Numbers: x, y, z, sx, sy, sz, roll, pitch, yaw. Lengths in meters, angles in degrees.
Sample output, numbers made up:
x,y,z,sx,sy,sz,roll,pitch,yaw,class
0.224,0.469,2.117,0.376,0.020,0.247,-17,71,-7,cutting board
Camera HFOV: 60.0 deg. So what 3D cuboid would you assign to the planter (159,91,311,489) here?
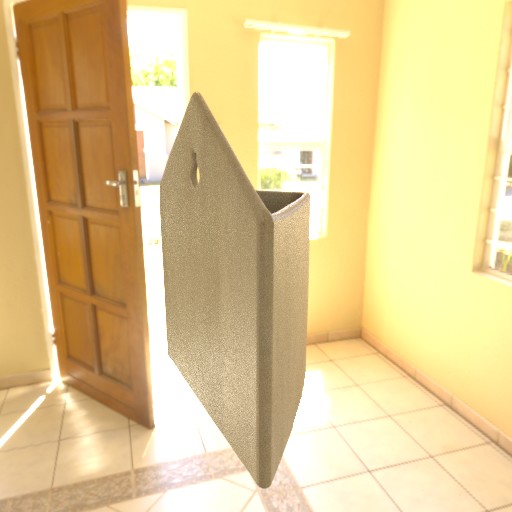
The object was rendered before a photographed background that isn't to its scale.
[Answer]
x,y,z,sx,sy,sz,roll,pitch,yaw,class
0.000,0.000,0.282,0.080,0.194,0.163,-7,16,-26,planter
